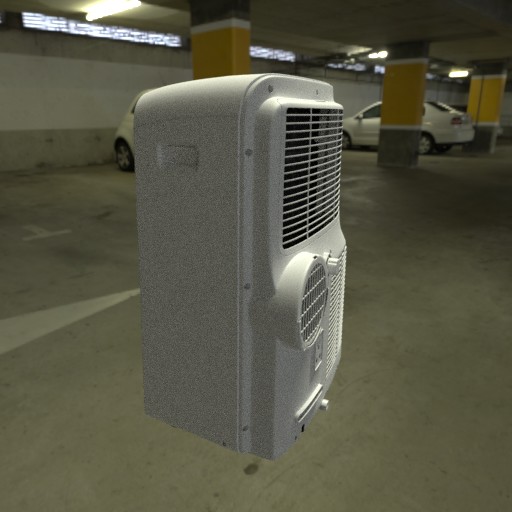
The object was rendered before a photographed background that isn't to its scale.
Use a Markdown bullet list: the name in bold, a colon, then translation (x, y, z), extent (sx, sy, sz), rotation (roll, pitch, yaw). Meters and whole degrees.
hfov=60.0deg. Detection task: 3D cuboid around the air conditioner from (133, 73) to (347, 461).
- **air conditioner**: translation (0.000, 0.000, 0.953), extent (0.365, 0.700, 0.454), rotation (8, 19, 24)
